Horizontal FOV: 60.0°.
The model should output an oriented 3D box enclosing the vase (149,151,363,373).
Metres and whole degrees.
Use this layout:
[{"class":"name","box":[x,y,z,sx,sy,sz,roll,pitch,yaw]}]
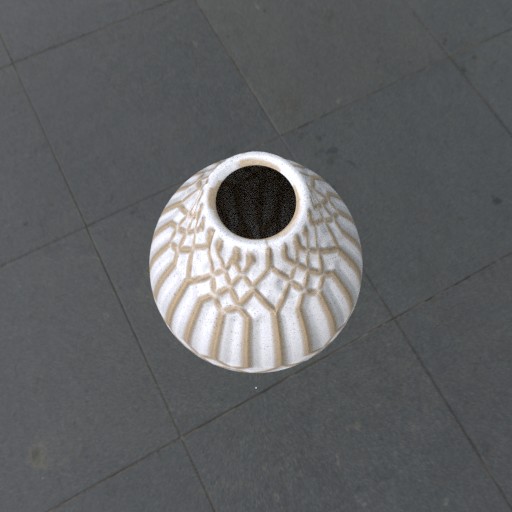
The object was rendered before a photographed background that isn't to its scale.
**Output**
[{"class":"vase","box":[0.000,0.000,0.315,0.159,0.200,0.159,0,73,0]}]
